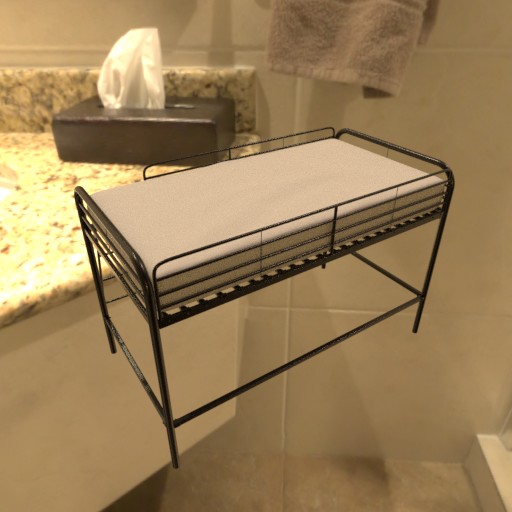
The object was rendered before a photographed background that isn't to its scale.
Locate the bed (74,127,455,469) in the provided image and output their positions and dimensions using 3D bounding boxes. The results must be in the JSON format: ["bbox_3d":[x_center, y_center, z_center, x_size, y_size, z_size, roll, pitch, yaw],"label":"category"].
[{"bbox_3d":[0.000,0.000,2.969,1.968,1.289,1.393,-19,37,-28],"label":"bed"}]
